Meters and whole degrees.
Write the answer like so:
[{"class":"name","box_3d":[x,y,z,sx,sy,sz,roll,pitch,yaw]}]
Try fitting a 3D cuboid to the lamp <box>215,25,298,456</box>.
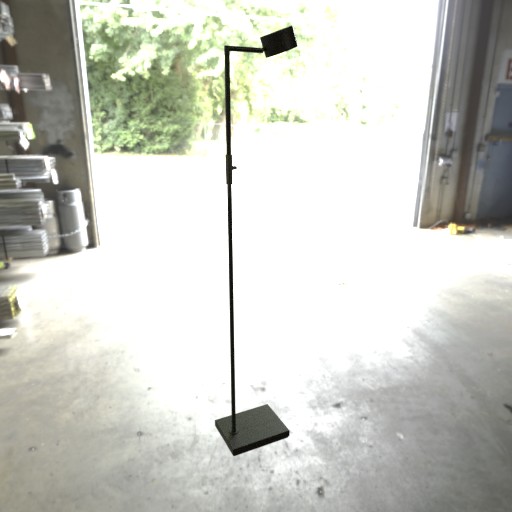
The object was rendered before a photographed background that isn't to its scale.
[{"class":"lamp","box_3d":[0.000,0.000,1.690,0.304,1.600,0.203,-8,19,-25]}]
